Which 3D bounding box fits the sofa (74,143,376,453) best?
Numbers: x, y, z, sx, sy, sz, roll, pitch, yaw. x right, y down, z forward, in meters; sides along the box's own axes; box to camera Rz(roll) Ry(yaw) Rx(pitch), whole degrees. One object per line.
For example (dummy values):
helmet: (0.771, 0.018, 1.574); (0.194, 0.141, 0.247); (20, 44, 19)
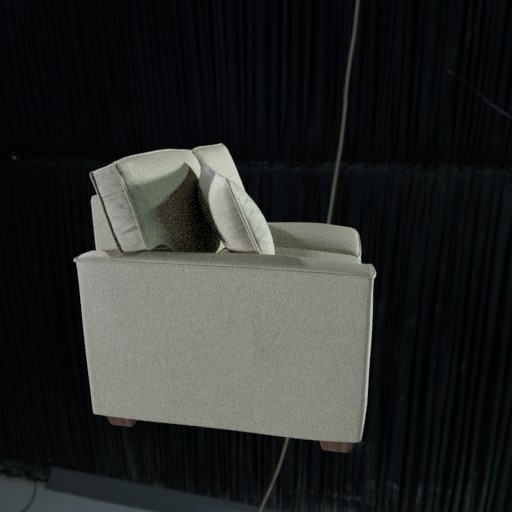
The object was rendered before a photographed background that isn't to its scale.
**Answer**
sofa: (0.000, 0.000, 2.062); (0.991, 0.989, 1.388); (3, 16, 10)
